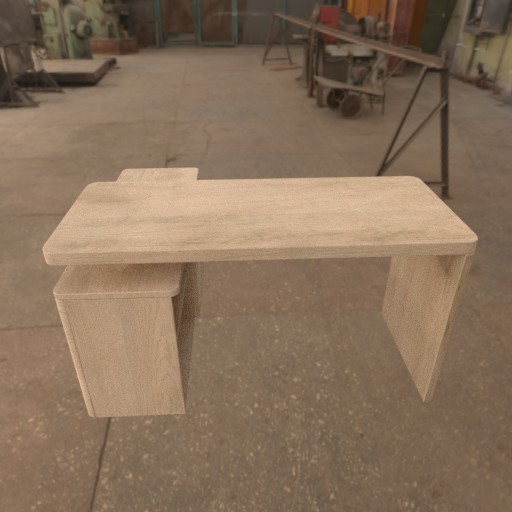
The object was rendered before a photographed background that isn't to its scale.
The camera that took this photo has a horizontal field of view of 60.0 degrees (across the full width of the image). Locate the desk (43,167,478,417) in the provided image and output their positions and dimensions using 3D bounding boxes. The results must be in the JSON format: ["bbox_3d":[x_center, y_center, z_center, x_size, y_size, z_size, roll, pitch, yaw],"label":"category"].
[{"bbox_3d":[0.000,0.000,2.089,1.400,0.770,1.175,-2,31,-3],"label":"desk"}]
